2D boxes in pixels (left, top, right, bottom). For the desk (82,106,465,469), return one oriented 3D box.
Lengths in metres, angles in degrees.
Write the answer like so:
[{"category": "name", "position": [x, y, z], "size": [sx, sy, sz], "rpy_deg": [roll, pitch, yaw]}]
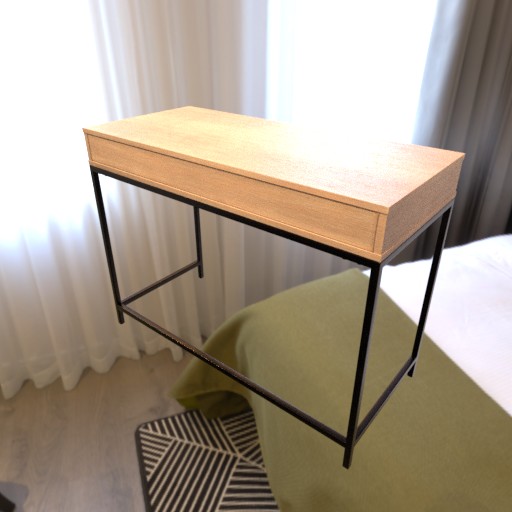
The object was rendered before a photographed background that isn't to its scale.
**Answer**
[{"category": "desk", "position": [0.000, 0.000, 1.444], "size": [1.016, 0.762, 0.470], "rpy_deg": [21, 35, 33]}]
